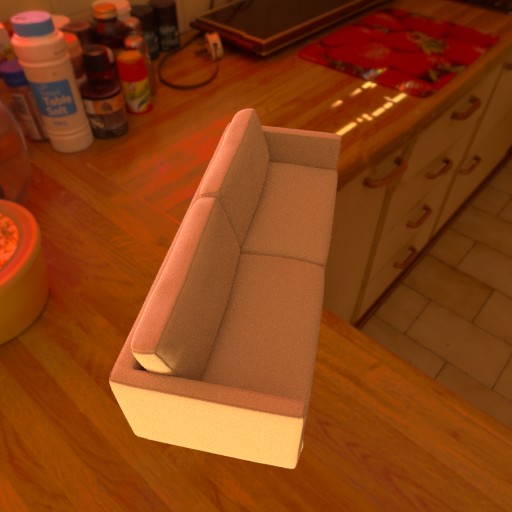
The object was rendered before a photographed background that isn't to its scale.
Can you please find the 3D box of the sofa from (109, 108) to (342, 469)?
[{"bbox_3d":[0.000,0.000,2.953,0.951,0.968,2.361,8,47,8],"label":"sofa"}]
